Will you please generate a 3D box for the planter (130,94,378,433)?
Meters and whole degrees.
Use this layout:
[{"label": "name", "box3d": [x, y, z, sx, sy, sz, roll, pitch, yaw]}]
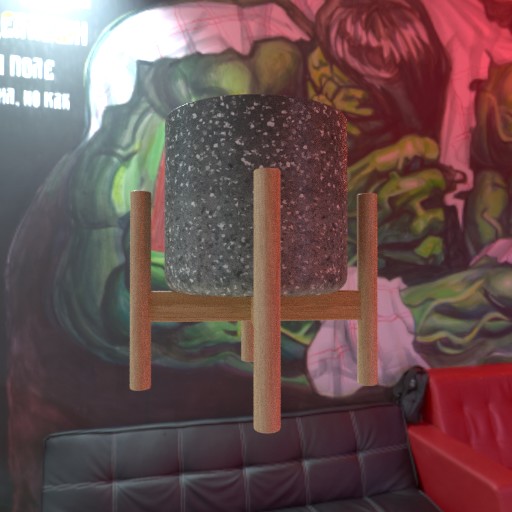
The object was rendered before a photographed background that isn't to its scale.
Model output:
[{"label": "planter", "box3d": [0.000, 0.000, 0.550, 0.284, 0.320, 0.284, 0, -1, 18]}]
